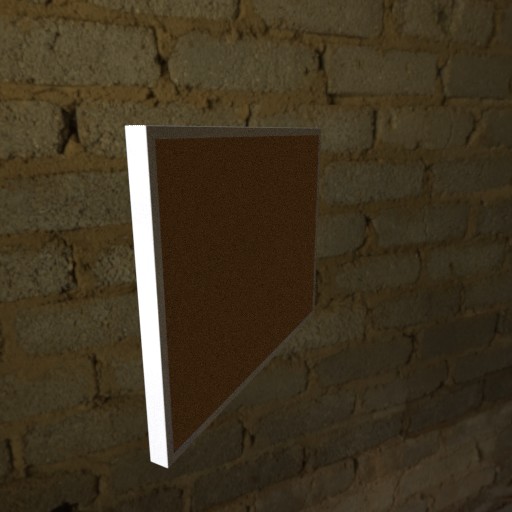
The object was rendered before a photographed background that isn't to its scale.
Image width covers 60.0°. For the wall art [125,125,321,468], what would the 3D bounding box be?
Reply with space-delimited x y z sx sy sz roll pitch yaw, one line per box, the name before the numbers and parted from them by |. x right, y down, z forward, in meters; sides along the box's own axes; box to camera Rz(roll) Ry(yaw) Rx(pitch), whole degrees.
wall art | 0.000 0.000 1.413 0.053 0.787 1.041 8 18 26
